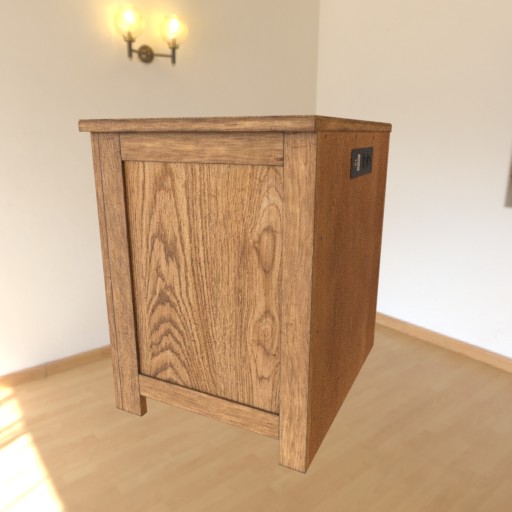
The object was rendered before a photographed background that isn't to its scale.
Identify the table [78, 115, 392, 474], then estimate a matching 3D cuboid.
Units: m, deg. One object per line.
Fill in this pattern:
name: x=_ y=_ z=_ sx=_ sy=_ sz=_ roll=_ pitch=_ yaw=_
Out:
table: x=0.000 y=0.000 z=1.078 sx=0.494 sy=0.625 sz=0.601 roll=8 pitch=17 yaw=25
